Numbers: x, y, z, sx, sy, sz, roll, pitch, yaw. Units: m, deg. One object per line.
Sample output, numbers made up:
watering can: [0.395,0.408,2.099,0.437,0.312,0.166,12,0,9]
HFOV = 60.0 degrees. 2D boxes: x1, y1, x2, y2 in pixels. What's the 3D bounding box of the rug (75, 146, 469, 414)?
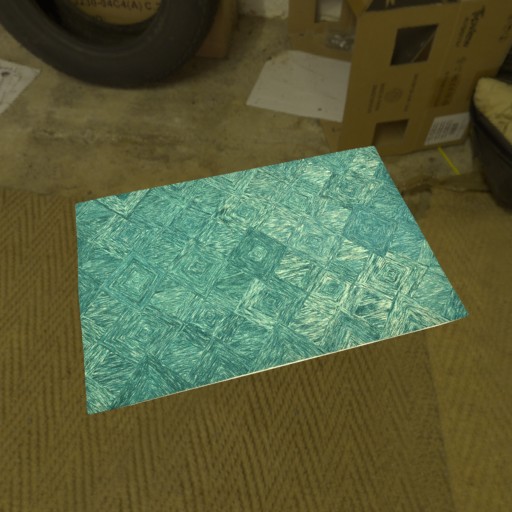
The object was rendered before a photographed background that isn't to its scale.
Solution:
rug: [0.000,0.000,2.205,1.728,0.017,1.136,-13,59,-8]
